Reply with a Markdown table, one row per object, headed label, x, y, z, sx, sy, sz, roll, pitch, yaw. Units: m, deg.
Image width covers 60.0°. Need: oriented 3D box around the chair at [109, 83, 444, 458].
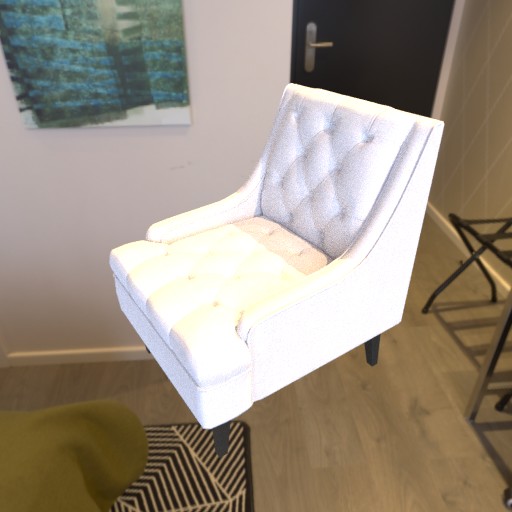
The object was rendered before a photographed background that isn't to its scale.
| label | x | y | z | sx | sy | sz | roll | pitch | yaw |
| --- | --- | --- | --- | --- | --- | --- | --- | --- | --- |
| chair | 0.000 | 0.000 | 1.409 | 0.772 | 0.891 | 0.658 | -20 | 37 | -29 |
